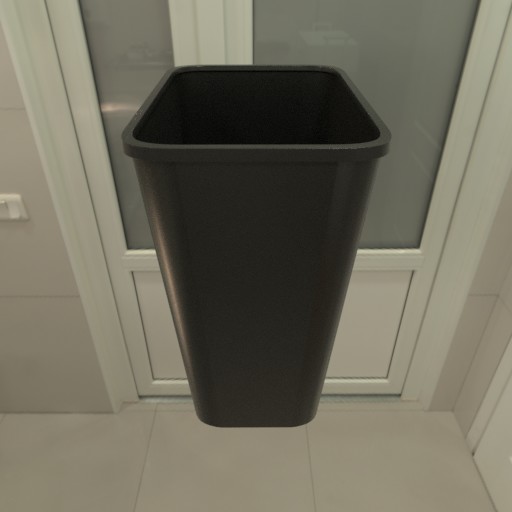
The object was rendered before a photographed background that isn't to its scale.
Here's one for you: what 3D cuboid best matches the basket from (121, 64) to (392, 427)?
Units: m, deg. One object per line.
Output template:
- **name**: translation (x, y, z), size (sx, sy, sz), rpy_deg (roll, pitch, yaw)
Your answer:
- **basket**: translation (0.000, 0.000, 0.738), size (0.287, 0.521, 0.394), rpy_deg (0, 34, 0)
